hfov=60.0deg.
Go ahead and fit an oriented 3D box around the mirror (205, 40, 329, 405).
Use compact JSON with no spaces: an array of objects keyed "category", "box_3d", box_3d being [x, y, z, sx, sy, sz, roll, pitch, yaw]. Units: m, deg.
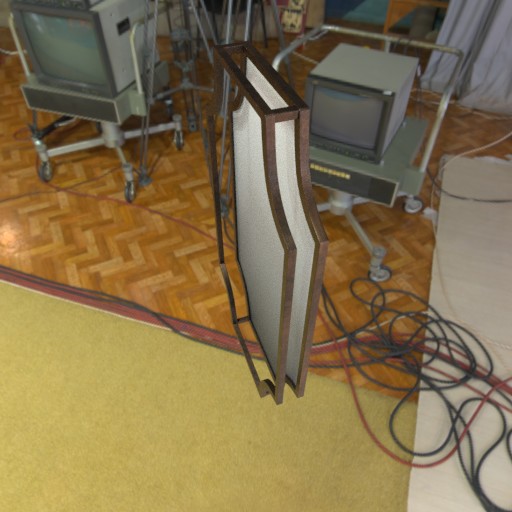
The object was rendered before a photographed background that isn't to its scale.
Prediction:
[{"category":"mirror","box_3d":[0.000,0.000,0.974,0.066,0.811,0.462,-14,48,-13]}]
